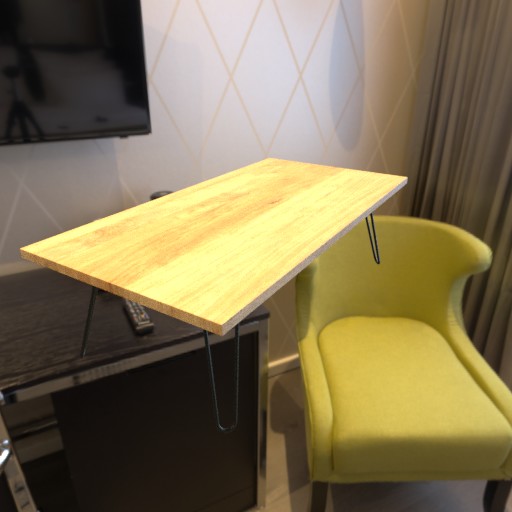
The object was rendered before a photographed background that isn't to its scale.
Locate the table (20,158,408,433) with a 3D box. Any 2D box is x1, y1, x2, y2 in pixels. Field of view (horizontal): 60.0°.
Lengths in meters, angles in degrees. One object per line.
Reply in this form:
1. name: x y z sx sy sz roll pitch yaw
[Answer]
1. table: 0.000 0.000 1.660 0.699 0.400 1.348 15 29 29
